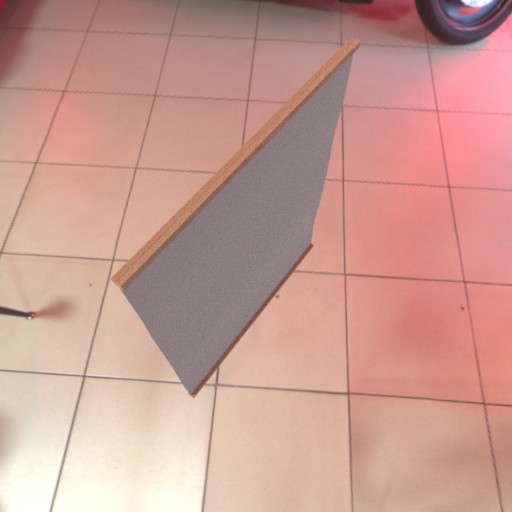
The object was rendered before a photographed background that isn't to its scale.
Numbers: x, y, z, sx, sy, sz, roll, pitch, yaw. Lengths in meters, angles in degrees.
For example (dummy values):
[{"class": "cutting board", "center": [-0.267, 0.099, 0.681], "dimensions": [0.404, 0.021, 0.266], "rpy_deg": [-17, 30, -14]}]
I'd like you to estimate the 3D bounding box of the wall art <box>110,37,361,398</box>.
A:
[{"class": "wall art", "center": [0.000, 0.000, 0.684], "dimensions": [0.013, 0.508, 0.406], "rpy_deg": [33, 67, 16]}]
